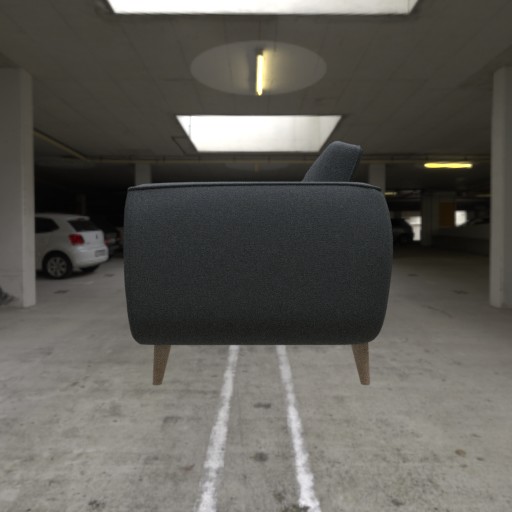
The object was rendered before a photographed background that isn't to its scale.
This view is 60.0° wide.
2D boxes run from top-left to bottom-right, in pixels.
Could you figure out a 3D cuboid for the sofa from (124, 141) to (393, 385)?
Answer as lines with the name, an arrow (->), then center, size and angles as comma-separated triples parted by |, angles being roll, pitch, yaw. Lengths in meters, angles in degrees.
sofa -> 0.000, 0.000, 2.213 | 0.920, 0.850, 1.700 | 0, 1, 0
